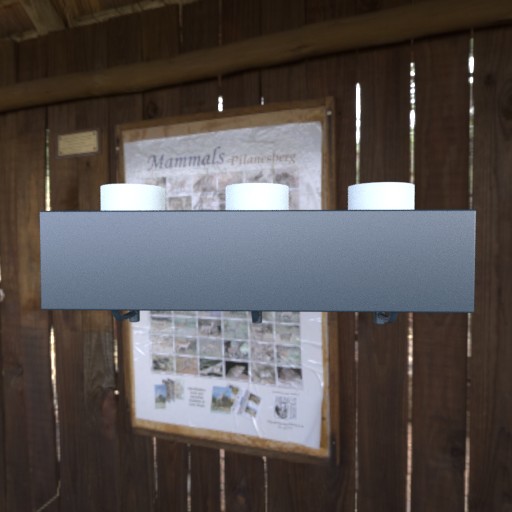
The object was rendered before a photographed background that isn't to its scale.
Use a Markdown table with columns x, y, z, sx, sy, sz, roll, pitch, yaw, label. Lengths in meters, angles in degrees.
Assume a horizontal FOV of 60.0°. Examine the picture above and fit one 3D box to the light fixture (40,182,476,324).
| x | y | z | sx | sy | sz | roll | pitch | yaw | label |
| --- | --- | --- | --- | --- | --- | --- | --- | --- | --- |
| 0.000 | 0.000 | 0.531 | 0.451 | 0.172 | 0.145 | 0 | 2 | 3 | light fixture |
